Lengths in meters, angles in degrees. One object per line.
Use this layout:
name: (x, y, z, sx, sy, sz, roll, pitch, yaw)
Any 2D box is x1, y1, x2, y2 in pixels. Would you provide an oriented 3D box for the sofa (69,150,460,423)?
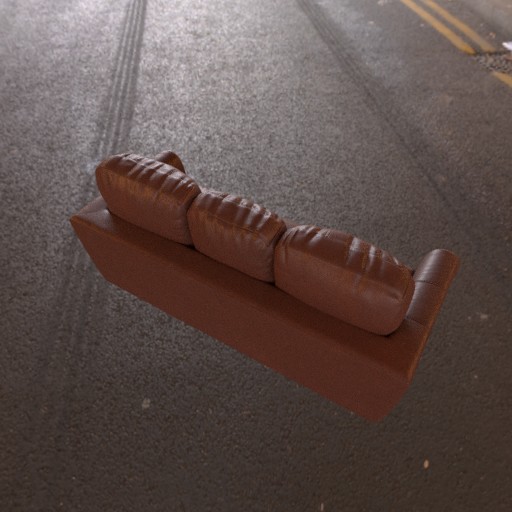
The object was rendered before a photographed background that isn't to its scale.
sofa: (0.000, 0.000, 2.337, 1.862, 0.915, 0.802, 23, 49, 22)
